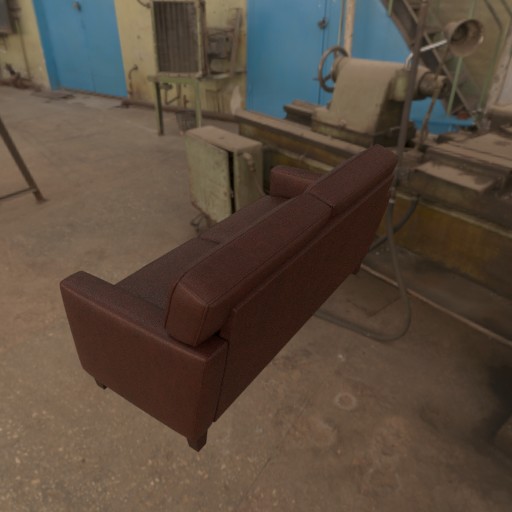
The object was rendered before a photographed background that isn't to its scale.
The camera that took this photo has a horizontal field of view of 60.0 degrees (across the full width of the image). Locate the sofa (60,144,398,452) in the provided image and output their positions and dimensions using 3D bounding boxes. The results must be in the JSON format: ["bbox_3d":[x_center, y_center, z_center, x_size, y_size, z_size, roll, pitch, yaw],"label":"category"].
[{"bbox_3d":[0.000,0.000,2.441,0.912,0.928,1.876,20,36,29],"label":"sofa"}]
